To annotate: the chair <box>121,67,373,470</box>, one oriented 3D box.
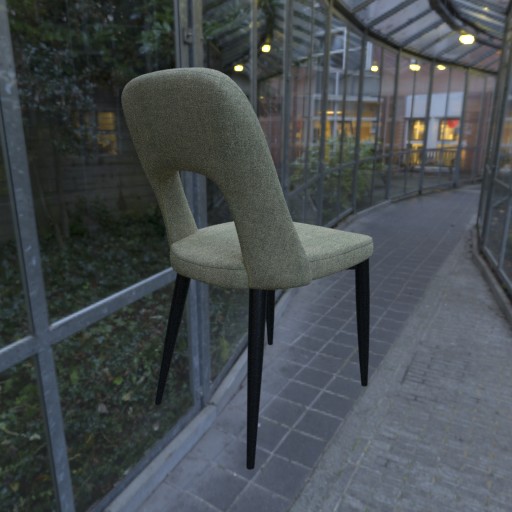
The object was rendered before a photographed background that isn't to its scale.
[{"bbox_3d":[0.000,0.000,1.257,0.470,0.931,0.612,15,21,42],"label":"chair"}]
